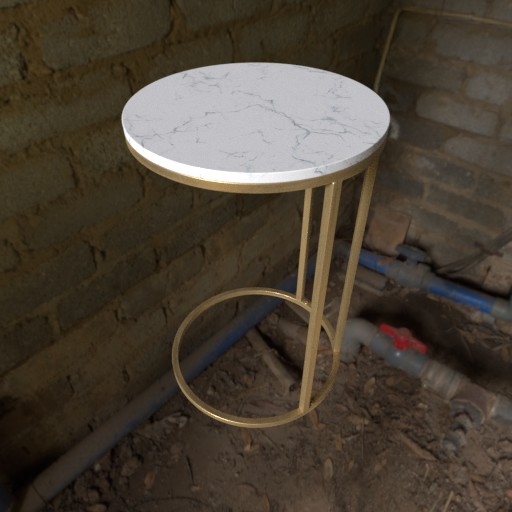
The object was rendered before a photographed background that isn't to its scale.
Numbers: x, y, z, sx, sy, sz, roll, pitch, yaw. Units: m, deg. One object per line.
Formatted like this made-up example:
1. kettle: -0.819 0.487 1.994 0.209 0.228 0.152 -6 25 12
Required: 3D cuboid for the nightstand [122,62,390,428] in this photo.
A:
1. nightstand: 0.000 0.000 0.877 0.400 0.610 0.400 2 41 2
